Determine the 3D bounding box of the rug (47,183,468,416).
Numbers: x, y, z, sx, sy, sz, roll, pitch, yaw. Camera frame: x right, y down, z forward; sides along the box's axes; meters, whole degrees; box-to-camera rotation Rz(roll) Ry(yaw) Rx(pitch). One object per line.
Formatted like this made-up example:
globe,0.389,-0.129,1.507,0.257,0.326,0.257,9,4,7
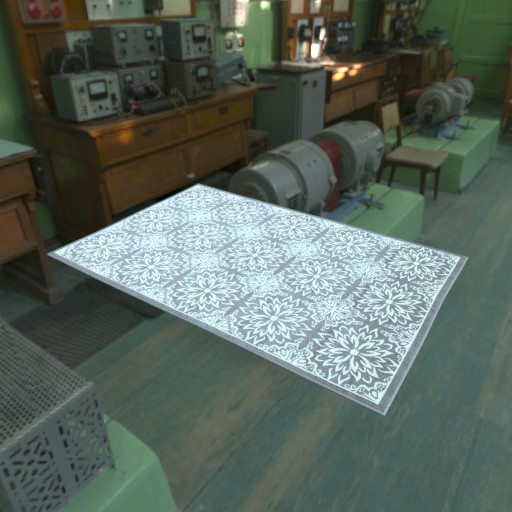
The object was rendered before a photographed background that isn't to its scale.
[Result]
rug,0.000,0.000,3.460,2.746,0.018,1.819,19,36,29
